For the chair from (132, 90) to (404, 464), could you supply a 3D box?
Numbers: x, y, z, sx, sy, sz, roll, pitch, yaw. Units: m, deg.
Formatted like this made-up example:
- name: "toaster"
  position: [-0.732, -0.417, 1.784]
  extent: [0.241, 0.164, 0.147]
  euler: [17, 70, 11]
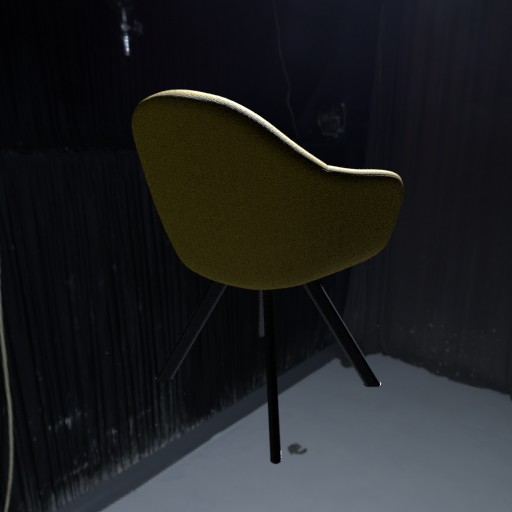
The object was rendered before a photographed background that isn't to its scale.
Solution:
- name: "chair"
  position: [0.000, 0.000, 1.164]
  extent: [0.550, 0.795, 0.590]
  euler: [-16, 23, -43]
